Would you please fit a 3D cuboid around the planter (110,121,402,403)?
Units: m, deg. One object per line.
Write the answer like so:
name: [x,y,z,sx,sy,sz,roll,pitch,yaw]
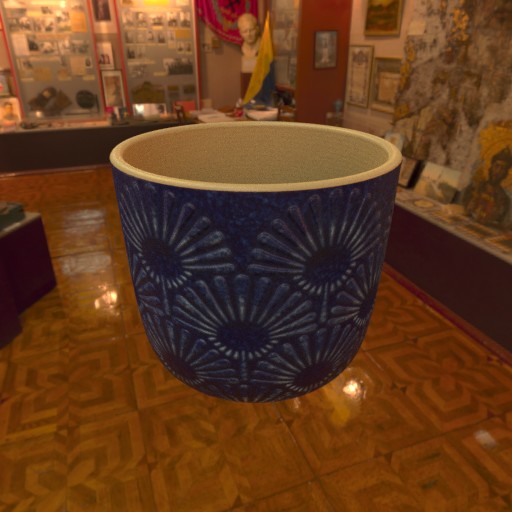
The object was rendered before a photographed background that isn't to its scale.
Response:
planter: [0.000,0.000,0.219,0.124,0.109,0.124,0,26,0]
